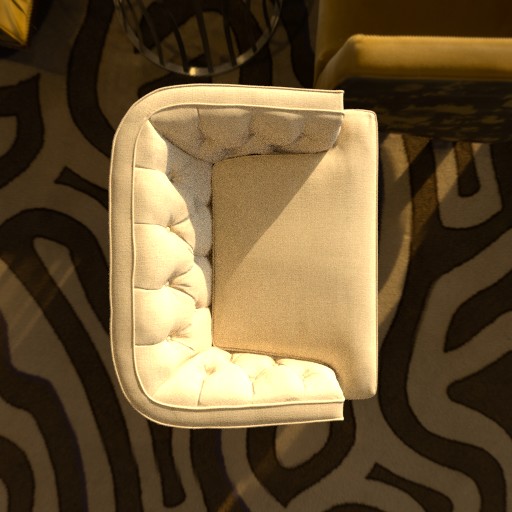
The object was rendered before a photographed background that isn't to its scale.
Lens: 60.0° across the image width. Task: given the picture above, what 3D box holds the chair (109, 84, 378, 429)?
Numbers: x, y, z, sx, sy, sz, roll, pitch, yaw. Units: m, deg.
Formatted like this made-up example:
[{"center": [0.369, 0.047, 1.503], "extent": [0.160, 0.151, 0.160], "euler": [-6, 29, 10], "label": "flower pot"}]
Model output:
[{"center": [0.000, 0.000, 1.719], "extent": [0.914, 0.787, 1.118], "euler": [0, 91, -1], "label": "chair"}]
